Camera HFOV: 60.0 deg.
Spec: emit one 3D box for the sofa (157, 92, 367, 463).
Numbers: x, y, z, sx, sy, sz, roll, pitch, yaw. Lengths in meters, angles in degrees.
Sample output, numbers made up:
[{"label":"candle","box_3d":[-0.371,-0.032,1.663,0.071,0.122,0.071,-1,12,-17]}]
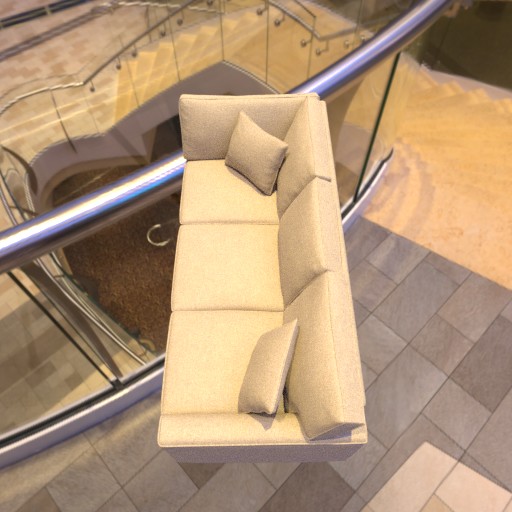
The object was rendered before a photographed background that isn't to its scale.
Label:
[{"label":"sofa","box_3d":[0.000,0.000,2.838,1.061,0.962,2.317,0,58,0]}]
